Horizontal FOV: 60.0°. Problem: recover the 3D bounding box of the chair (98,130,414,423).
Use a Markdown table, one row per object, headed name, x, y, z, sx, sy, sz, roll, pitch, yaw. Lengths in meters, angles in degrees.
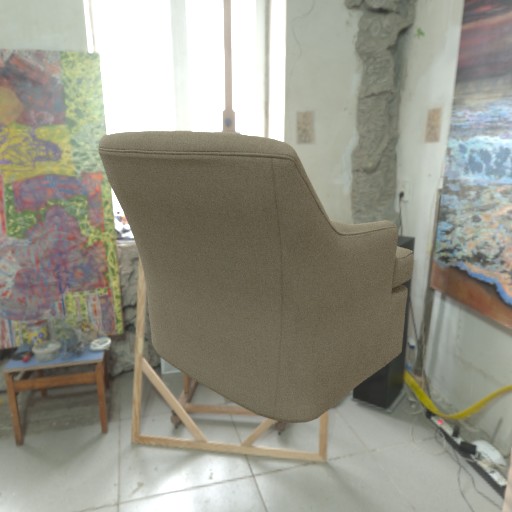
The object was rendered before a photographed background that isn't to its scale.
| name | x | y | z | sx | sy | sz | roll | pitch | yaw |
| --- | --- | --- | --- | --- | --- | --- | --- | --- | --- |
| chair | 0.000 | 0.000 | 1.583 | 0.864 | 0.856 | 0.923 | 14 | 21 | 43 |
